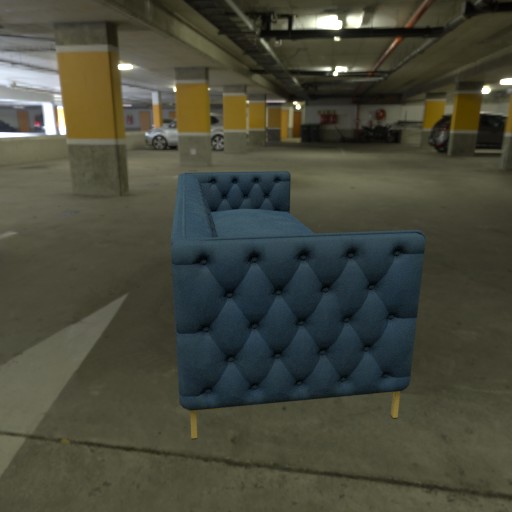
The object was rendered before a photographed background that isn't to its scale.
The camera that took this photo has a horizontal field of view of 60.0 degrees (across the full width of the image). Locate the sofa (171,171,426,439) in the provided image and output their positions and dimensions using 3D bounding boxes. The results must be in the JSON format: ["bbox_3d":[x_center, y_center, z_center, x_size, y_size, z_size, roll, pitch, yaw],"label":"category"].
[{"bbox_3d":[0.000,0.000,2.593,0.895,0.771,2.209,-3,17,-8],"label":"sofa"}]
